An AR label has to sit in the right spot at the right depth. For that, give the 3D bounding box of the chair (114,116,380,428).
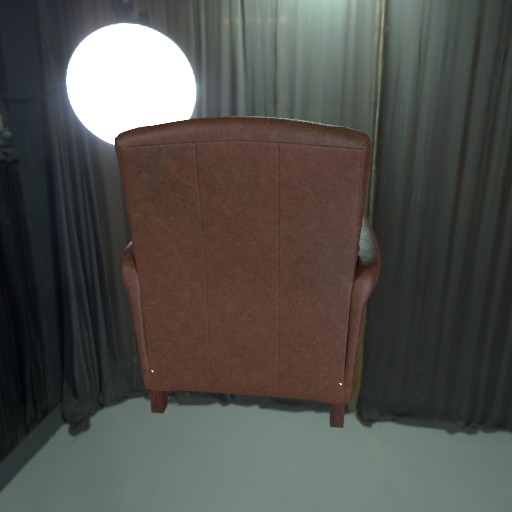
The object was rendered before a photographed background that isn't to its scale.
[{"bbox_3d":[0.000,0.000,1.788,0.978,1.061,0.902,2,17,7],"label":"chair"}]
